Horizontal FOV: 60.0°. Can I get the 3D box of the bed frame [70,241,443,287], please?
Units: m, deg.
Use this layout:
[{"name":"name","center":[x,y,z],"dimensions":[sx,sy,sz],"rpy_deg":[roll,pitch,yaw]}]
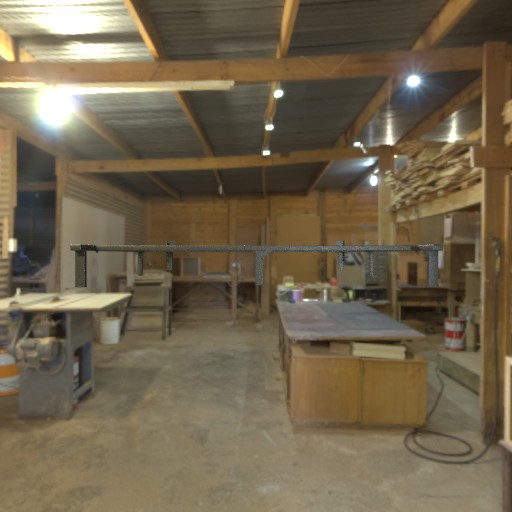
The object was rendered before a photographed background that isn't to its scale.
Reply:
[{"name":"bed frame","center":[0.000,0.000,2.759],"dimensions":[1.498,0.248,1.990],"rpy_deg":[0,0,0]}]
